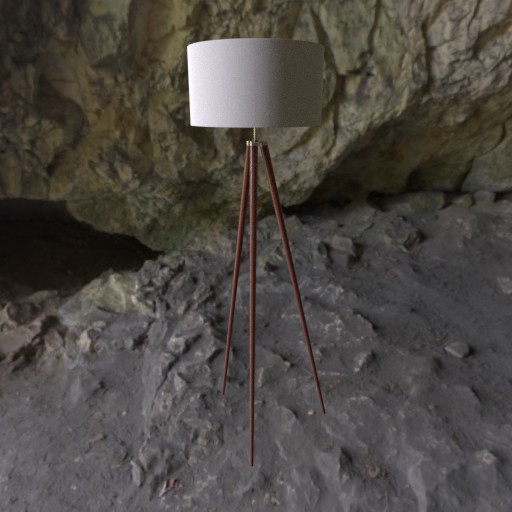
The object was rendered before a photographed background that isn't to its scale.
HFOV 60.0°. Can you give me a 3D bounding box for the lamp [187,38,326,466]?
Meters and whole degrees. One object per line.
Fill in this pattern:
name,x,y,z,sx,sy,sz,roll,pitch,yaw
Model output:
lamp,0.000,0.000,1.818,0.483,1.553,0.483,-17,25,-41
